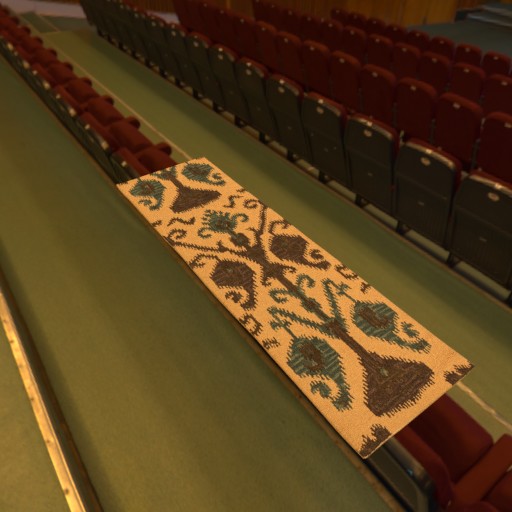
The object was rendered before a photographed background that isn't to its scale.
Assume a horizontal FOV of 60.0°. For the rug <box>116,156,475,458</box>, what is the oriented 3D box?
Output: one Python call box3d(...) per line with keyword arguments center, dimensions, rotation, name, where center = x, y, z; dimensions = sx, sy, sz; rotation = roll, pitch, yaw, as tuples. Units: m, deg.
box3d(center=(0.000, 0.000, 2.469), dimensions=(0.692, 0.017, 2.301), rotation=(-26, 47, -26), name="rug")
